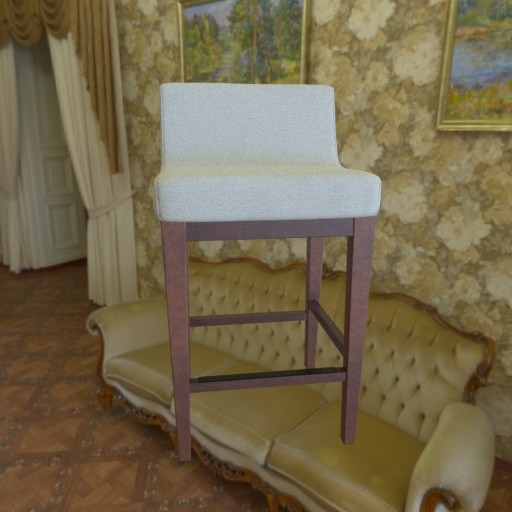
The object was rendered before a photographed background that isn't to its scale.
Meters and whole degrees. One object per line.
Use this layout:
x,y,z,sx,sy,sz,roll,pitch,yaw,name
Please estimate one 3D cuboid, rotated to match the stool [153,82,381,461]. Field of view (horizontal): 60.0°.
0.000,0.000,1.232,0.511,0.937,0.500,-2,15,-8,stool
